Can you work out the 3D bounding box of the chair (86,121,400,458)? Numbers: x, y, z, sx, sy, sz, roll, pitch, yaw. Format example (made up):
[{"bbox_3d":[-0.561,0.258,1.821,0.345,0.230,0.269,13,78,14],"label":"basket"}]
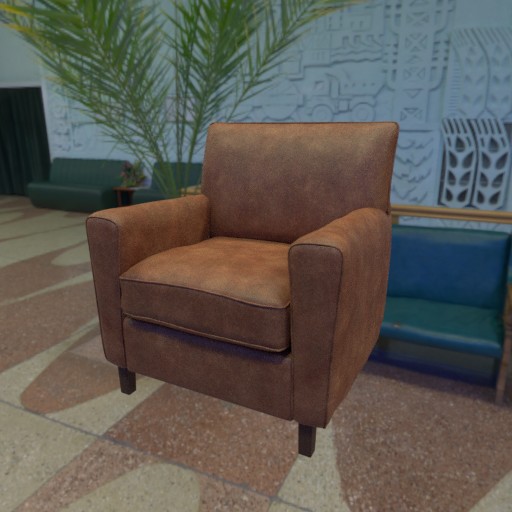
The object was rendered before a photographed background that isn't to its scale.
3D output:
[{"bbox_3d":[0.000,0.000,1.613,0.870,0.943,0.823,8,18,26],"label":"chair"}]
